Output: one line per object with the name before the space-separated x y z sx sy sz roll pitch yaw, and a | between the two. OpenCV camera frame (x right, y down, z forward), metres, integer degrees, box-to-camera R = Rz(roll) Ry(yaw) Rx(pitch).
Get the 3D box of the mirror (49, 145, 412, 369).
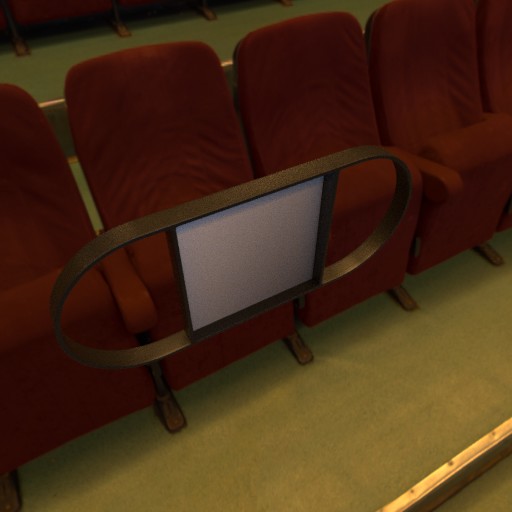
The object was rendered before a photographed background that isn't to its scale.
mirror | 0.000 0.000 0.666 0.584 0.254 0.032 -22 49 -20
